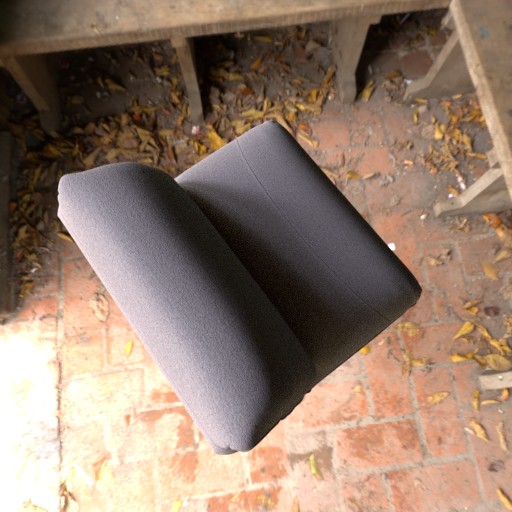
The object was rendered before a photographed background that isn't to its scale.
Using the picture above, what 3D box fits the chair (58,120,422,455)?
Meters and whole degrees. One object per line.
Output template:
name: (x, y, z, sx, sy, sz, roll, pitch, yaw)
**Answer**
chair: (0.000, 0.000, 1.340, 0.780, 0.580, 0.820, -35, 77, -10)
